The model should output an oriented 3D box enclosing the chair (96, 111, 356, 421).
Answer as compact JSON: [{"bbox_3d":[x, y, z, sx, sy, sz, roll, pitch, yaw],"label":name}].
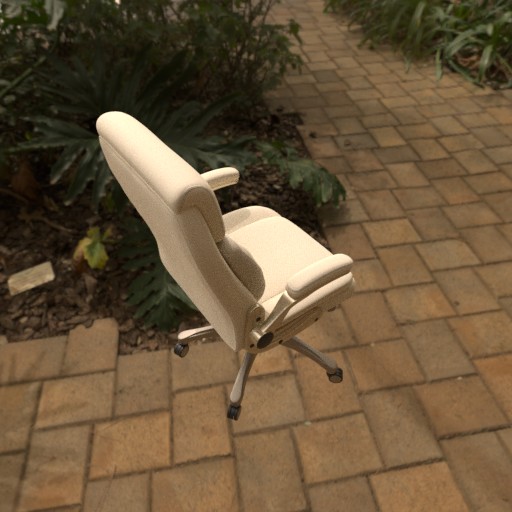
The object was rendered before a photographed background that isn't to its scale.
[{"bbox_3d":[0.000,0.000,1.630,0.794,1.110,0.740,-28,49,-28],"label":"chair"}]
